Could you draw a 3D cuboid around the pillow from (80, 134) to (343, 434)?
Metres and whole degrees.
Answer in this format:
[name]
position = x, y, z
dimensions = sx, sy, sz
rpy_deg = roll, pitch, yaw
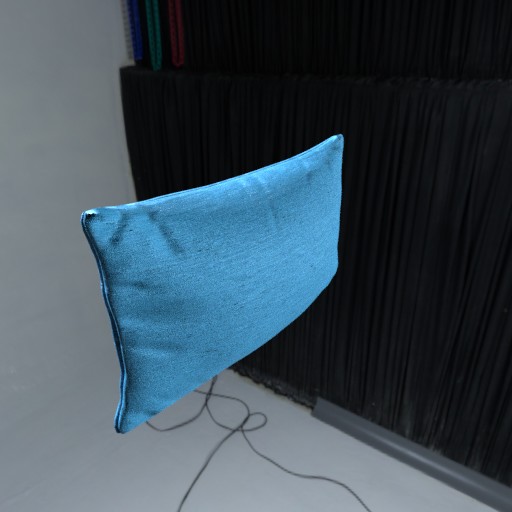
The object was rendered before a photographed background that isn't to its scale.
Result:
[pillow]
position = 0.000, 0.000, 0.787
dimensions = 0.210, 0.338, 0.633
rpy_deg = 17, 30, 33
